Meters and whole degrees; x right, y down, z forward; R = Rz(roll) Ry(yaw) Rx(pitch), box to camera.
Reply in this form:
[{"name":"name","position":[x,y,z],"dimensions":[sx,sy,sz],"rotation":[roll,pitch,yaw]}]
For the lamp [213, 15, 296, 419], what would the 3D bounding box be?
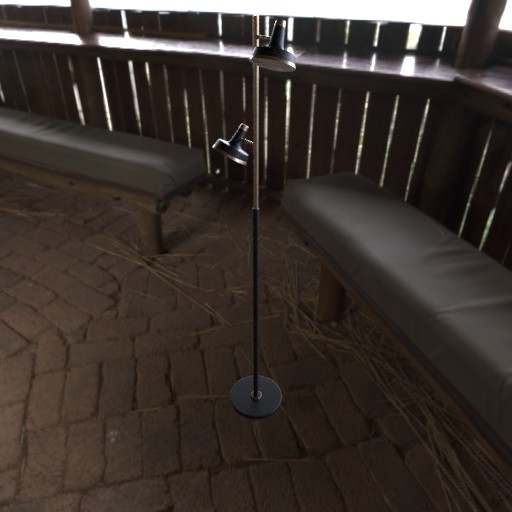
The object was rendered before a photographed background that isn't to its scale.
[{"name":"lamp","position":[0.000,0.000,1.748],"dimensions":[0.253,1.674,0.351],"rotation":[-23,39,-31]}]
